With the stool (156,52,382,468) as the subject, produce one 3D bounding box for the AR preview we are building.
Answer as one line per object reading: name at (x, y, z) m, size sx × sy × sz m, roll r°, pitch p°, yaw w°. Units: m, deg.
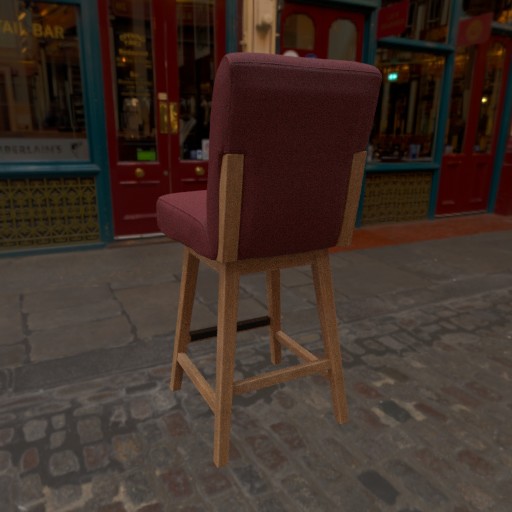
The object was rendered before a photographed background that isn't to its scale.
stool at (0.000, 0.000, 1.338) m, size 0.468 × 1.038 × 0.562 m, roll -8°, pitch 17°, yaw -26°
